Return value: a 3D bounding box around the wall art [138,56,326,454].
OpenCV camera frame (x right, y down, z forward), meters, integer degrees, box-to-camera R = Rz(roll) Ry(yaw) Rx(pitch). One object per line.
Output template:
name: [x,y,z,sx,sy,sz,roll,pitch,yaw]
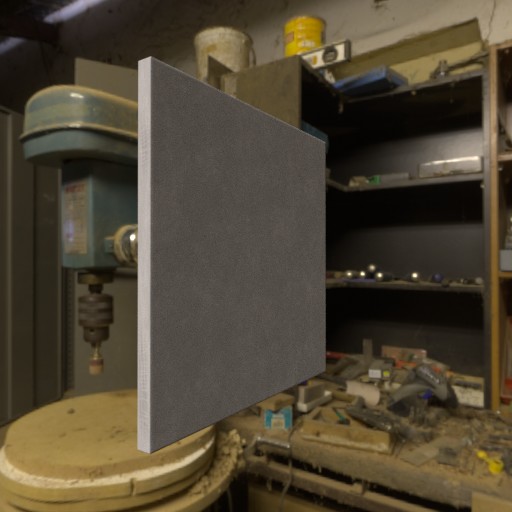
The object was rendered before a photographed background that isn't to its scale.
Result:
wall art: [0.000,0.000,0.465,0.015,0.303,0.303,0,-1,35]
